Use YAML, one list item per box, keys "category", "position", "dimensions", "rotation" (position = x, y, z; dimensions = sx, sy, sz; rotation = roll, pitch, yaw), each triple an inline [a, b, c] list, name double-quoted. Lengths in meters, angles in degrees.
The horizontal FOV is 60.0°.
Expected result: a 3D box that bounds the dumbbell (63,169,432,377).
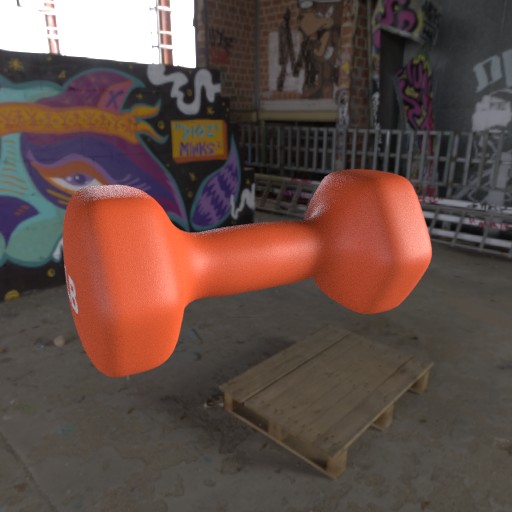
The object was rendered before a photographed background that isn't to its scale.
- category: "dumbbell"
  position: [0.000, 0.000, 0.205]
  dimensions: [0.162, 0.071, 0.079]
  rotation: [-8, 19, -25]
